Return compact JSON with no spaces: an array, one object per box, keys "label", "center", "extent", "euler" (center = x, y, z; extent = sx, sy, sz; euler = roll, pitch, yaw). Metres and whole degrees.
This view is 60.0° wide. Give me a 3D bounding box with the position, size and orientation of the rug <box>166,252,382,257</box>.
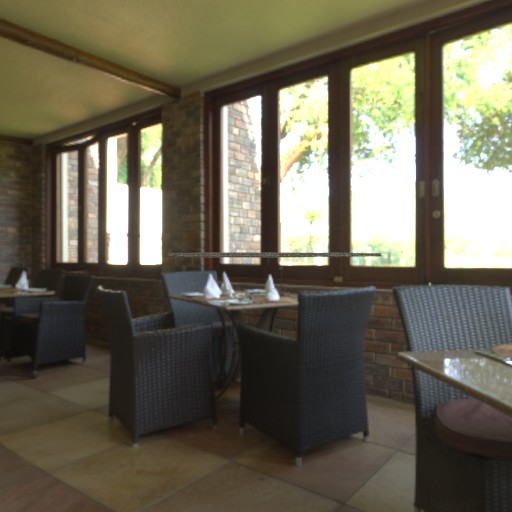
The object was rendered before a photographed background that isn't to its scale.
[{"label":"rug","center":[0.000,0.000,2.031],"extent":[0.553,0.012,1.827],"euler":[0,0,-3]}]
